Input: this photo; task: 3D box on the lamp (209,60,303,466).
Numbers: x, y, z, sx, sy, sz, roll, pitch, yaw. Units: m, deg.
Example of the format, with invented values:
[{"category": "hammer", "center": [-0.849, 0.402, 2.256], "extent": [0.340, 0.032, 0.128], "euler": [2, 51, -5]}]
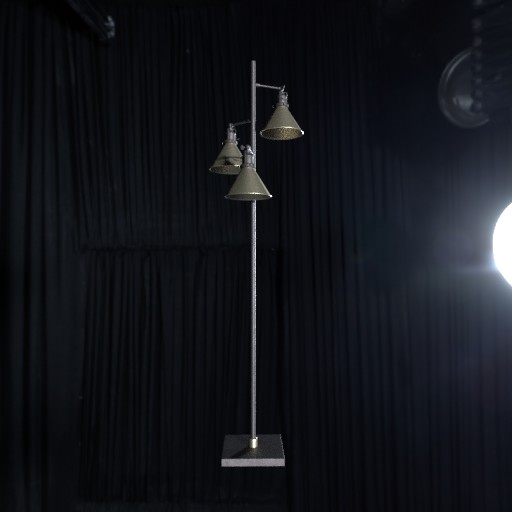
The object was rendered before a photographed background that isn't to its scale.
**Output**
[{"category": "lamp", "center": [0.000, 0.000, 1.919], "extent": [0.428, 1.716, 0.415], "euler": [0, -1, -1]}]
